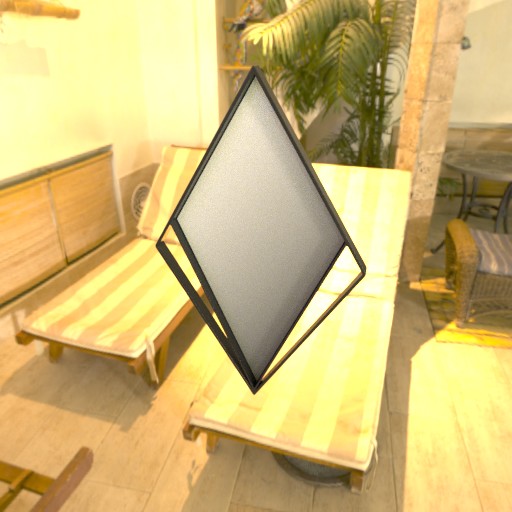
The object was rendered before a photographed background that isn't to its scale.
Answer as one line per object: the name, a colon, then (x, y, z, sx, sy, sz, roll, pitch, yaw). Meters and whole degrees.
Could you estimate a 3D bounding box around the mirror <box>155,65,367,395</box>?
mirror: (0.000, 0.000, 0.858, 0.419, 0.679, 0.032, 8, 27, 15)
